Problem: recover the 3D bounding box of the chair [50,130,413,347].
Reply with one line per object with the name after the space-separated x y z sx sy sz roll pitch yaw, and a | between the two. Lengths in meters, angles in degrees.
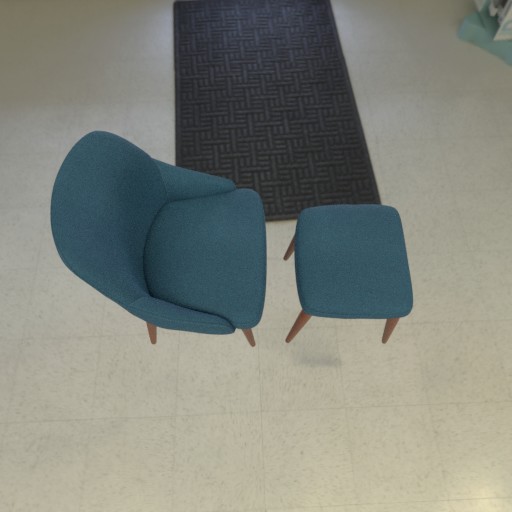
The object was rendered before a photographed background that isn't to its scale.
0.000 0.000 1.597 1.114 0.866 0.584 0 64 0 | chair
